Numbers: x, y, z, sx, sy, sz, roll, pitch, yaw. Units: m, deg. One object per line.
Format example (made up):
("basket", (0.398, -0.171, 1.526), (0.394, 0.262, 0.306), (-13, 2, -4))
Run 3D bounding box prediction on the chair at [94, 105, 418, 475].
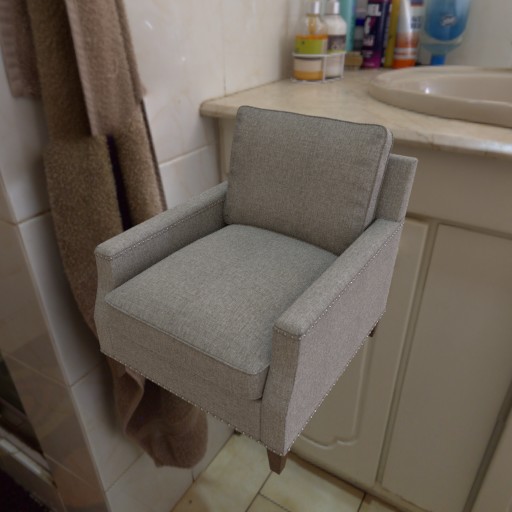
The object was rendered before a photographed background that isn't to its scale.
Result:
("chair", (0.000, 0.000, 1.720), (0.853, 0.943, 1.014), (19, 35, 29))
